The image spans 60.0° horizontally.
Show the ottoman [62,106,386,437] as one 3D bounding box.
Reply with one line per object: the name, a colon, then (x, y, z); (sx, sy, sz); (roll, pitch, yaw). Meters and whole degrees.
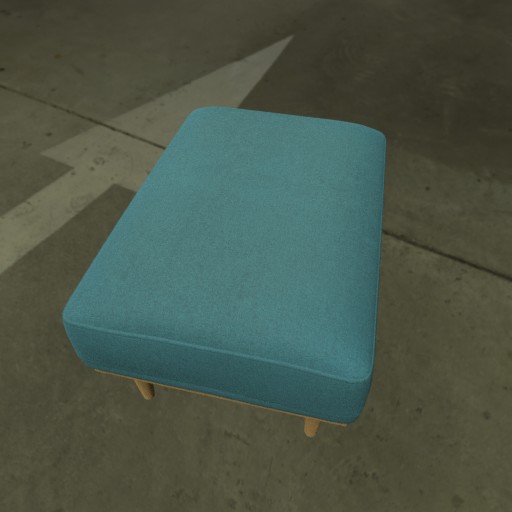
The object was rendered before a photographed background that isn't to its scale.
ottoman: (0.000, 0.000, 1.066); (0.549, 0.428, 0.749); (10, 48, 9)
